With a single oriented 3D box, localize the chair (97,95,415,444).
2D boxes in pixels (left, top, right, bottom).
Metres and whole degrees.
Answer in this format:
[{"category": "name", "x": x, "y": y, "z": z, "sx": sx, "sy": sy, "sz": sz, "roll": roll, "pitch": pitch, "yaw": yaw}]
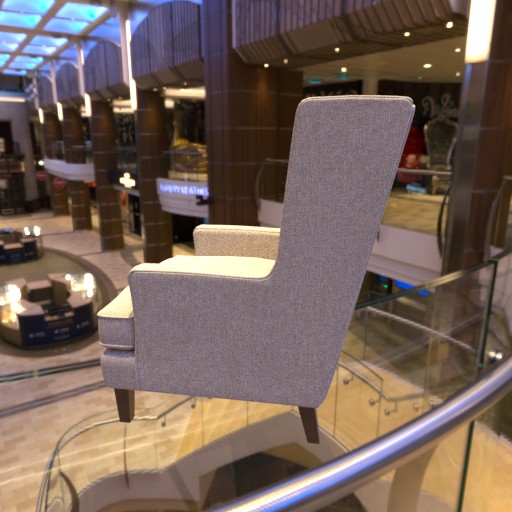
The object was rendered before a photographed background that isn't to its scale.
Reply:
[{"category": "chair", "x": 0.000, "y": 0.000, "z": 1.685, "sx": 0.948, "sy": 1.082, "sz": 0.764, "roll": 3, "pitch": 15, "yaw": 9}]
